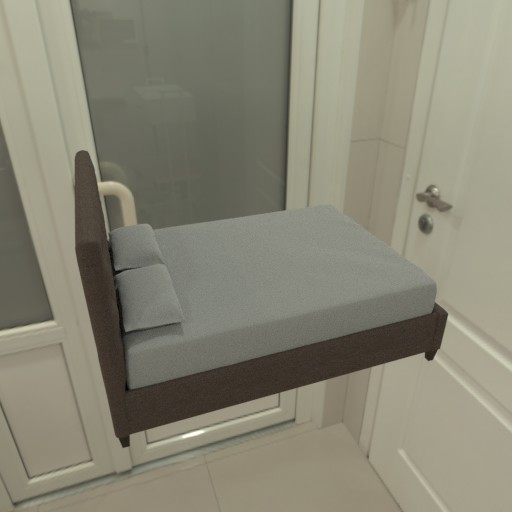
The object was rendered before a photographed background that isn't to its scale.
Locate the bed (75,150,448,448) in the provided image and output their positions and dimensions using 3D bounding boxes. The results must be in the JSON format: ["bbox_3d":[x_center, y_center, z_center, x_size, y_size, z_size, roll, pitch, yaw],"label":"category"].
[{"bbox_3d":[0.000,0.000,3.406,2.387,1.427,1.698,-10,30,-17],"label":"bed"}]
